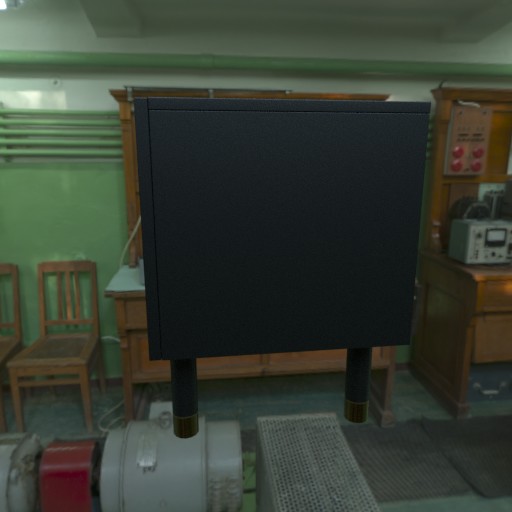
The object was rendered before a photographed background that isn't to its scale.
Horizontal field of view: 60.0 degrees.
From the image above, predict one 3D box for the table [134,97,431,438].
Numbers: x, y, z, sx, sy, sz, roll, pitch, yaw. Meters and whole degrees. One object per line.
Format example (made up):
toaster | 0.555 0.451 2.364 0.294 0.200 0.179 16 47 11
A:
table | 0.000 0.000 0.961 0.441 0.584 0.564 -2 13 -8
